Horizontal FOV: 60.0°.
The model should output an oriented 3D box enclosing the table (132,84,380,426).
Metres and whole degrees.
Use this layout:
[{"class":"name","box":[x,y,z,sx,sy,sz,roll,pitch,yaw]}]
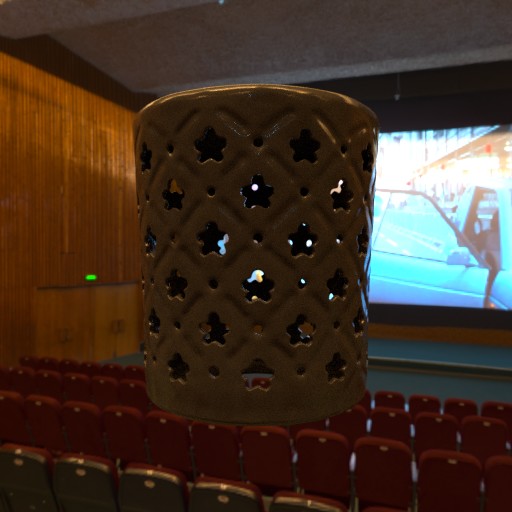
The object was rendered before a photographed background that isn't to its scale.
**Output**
[{"class":"table","box":[0.000,0.000,0.655,0.352,0.387,0.352,0,1,0]}]
